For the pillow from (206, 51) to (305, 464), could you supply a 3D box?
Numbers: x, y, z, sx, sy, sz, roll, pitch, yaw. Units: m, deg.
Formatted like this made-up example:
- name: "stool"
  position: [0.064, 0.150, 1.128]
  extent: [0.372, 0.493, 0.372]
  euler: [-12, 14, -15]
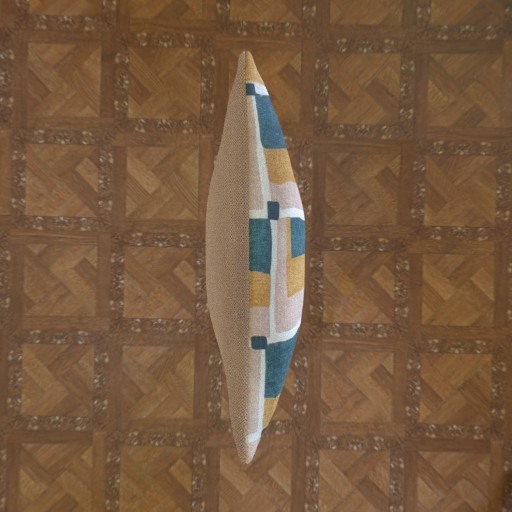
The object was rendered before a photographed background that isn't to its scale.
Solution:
- name: "pillow"
  position: [0.000, 0.000, 0.743]
  extent: [0.158, 0.479, 0.478]
  euler: [0, 91, 0]
